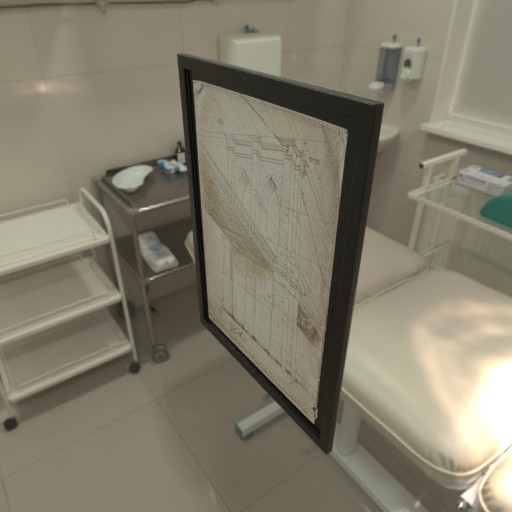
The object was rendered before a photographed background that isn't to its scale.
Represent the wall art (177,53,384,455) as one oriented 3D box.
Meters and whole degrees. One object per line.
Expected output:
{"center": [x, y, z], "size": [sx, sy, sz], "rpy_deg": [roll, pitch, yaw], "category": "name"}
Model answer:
{"center": [0.000, 0.000, 0.846], "size": [0.016, 0.657, 0.480], "rpy_deg": [-21, 38, -30], "category": "wall art"}
